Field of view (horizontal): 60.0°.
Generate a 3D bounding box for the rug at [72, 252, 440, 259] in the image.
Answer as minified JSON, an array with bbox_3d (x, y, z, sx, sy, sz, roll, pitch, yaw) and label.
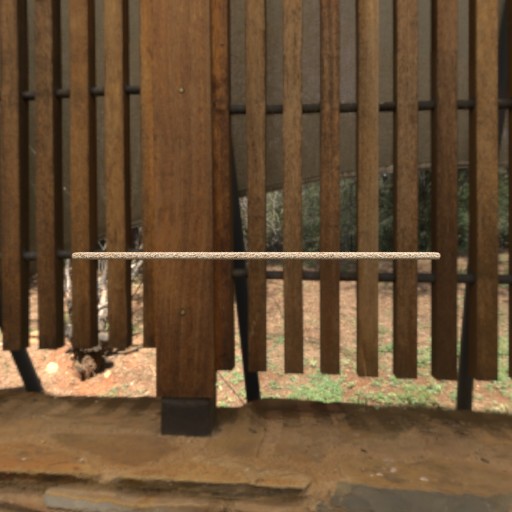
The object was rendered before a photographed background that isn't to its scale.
[{"bbox_3d":[0.000,0.000,3.035,1.524,0.030,2.438,0,0,0],"label":"rug"}]
